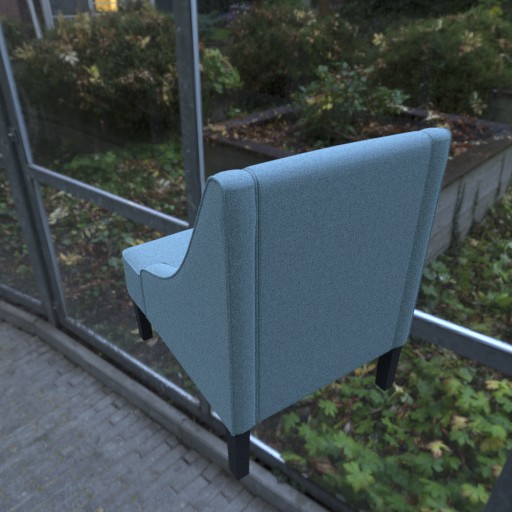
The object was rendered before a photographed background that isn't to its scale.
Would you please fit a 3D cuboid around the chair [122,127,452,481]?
[{"bbox_3d":[0.000,0.000,1.846,0.857,1.133,1.025,-18,35,-29],"label":"chair"}]
